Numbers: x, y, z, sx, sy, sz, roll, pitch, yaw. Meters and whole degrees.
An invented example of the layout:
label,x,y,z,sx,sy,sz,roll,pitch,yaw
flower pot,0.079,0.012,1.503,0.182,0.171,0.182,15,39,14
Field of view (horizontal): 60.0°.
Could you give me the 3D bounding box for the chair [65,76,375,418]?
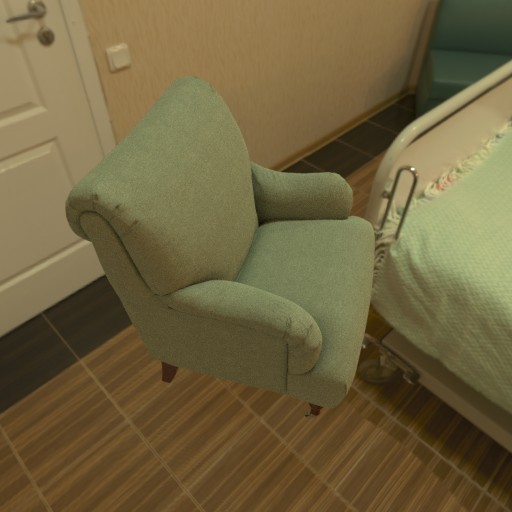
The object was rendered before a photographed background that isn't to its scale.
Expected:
label,x,y,z,sx,sy,sz,roll,pitch,yaw
chair,0.000,0.000,1.977,1.060,1.178,0.964,12,47,11
